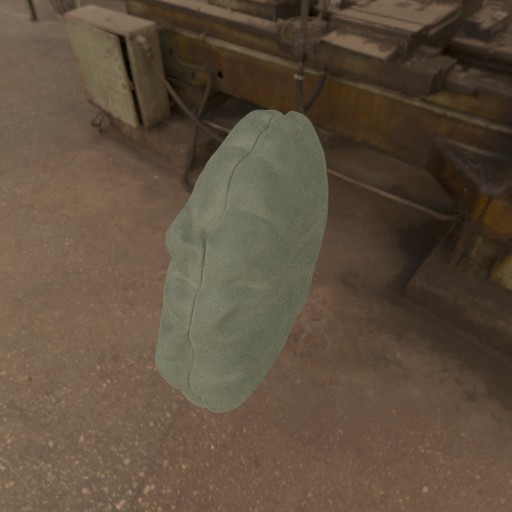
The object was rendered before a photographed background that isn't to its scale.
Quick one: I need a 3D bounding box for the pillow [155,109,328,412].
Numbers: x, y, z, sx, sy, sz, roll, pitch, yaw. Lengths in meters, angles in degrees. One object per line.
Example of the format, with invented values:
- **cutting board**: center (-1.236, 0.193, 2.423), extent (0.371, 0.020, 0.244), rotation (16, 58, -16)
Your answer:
- **pillow**: center (0.000, 0.000, 0.645), extent (0.148, 0.407, 0.428), rotation (16, 47, 15)
